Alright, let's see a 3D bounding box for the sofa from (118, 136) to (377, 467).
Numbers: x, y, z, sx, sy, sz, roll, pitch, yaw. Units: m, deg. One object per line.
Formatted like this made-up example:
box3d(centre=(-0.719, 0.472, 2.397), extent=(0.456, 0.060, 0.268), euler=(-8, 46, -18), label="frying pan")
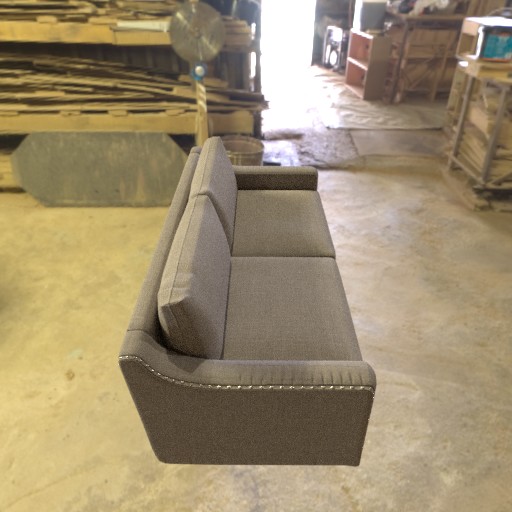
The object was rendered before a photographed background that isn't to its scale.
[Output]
box3d(centre=(0.000, 0.000, 2.662), extent=(1.000, 0.857, 2.208), euler=(0, 34, 0), label="sofa")
